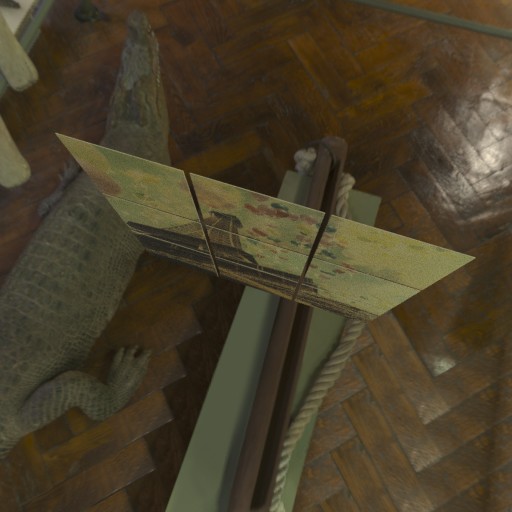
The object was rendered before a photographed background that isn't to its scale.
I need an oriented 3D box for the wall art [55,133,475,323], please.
[{"bbox_3d":[0.000,0.000,2.245,1.517,1.505,0.002,17,74,5],"label":"wall art"}]
